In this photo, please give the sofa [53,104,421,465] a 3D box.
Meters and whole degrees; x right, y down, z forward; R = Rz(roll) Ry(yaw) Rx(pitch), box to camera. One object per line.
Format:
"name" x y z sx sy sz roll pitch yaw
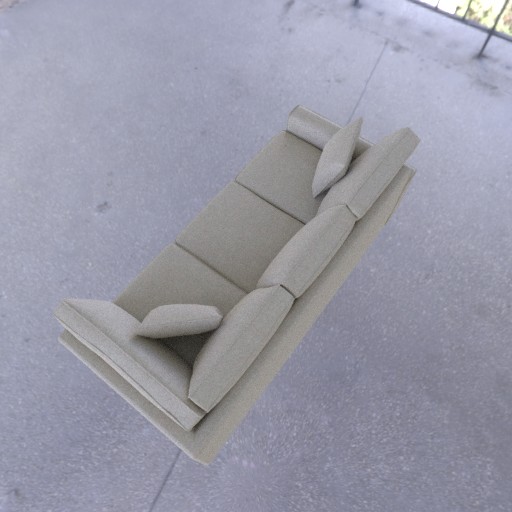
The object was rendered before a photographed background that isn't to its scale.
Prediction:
"sofa" 0.000 0.000 2.898 1.061 0.962 2.317 34 68 16
